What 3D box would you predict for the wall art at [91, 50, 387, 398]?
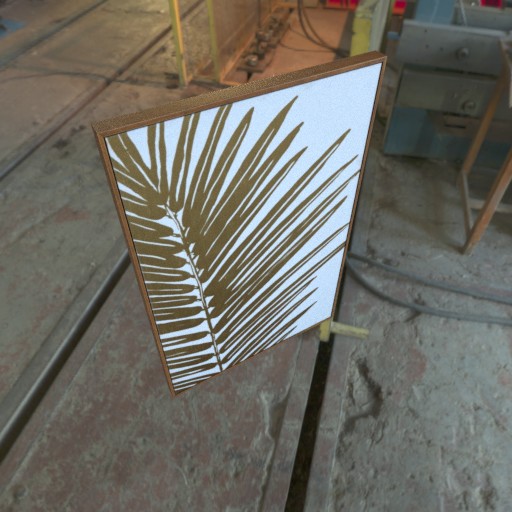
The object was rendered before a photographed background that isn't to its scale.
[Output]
[{"bbox_3d":[0.000,0.000,1.156,0.610,0.914,0.037,-23,50,-20],"label":"wall art"}]
